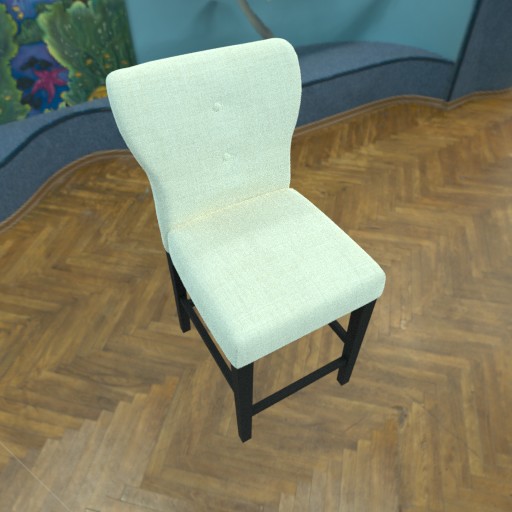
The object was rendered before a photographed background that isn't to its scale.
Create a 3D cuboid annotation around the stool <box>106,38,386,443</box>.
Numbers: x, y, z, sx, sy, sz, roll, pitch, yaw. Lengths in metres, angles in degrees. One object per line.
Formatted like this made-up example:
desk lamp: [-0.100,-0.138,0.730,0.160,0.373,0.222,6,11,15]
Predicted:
stool: [0.000,0.000,1.286,0.514,0.972,0.603,-22,50,-21]
